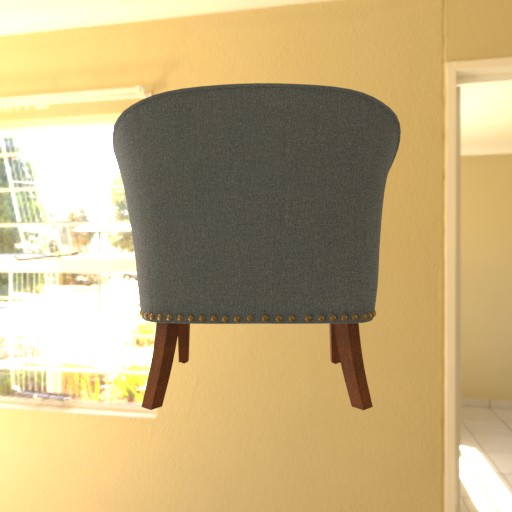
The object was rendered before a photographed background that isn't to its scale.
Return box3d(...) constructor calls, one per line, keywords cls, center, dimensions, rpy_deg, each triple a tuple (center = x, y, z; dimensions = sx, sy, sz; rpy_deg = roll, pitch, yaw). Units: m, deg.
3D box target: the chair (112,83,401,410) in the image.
box3d(cls="chair", center=(0.000, 0.000, 1.388), dimensions=(0.798, 0.815, 0.704), rpy_deg=(0, 0, 1))
